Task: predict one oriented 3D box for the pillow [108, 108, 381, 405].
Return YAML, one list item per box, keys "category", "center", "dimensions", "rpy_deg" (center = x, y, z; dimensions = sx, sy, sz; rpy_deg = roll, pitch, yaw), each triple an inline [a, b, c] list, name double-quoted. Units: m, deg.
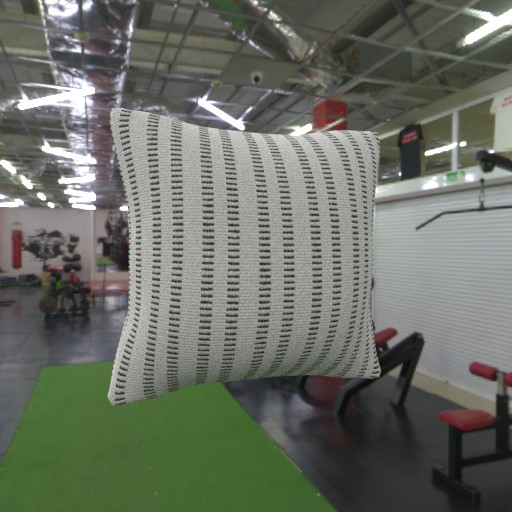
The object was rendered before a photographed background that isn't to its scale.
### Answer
- category: "pillow"
  center: [0.000, 0.000, 0.687]
  dimensions: [0.438, 0.419, 0.247]
  rpy_deg: [0, 1, -18]
